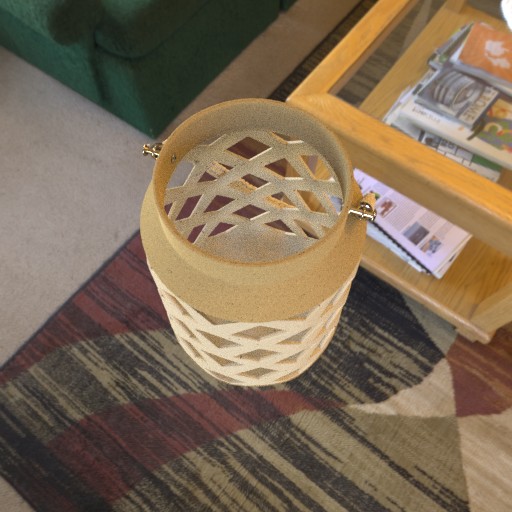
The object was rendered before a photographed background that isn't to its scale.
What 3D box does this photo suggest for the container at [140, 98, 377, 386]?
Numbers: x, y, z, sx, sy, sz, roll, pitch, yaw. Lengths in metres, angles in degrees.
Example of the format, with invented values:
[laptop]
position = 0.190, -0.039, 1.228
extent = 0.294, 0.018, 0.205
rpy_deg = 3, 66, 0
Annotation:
[container]
position = 0.000, 0.000, 0.343
extent = 0.163, 0.229, 0.172
rpy_deg = 18, 67, 8
